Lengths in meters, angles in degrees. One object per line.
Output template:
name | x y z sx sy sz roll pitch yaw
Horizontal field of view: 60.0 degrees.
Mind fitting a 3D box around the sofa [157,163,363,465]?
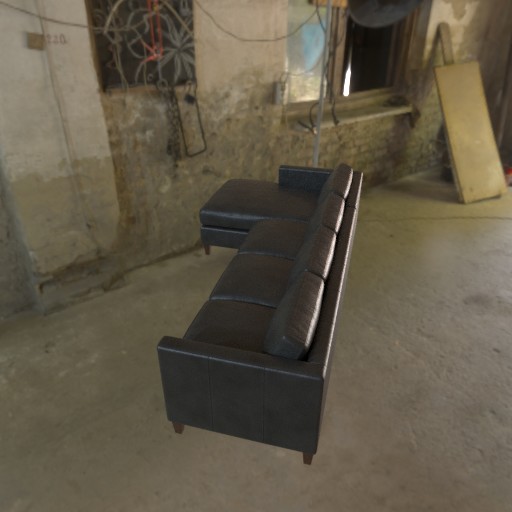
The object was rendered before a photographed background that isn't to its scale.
sofa | 0.000 0.000 3.889 1.581 0.883 3.203 8 31 13
